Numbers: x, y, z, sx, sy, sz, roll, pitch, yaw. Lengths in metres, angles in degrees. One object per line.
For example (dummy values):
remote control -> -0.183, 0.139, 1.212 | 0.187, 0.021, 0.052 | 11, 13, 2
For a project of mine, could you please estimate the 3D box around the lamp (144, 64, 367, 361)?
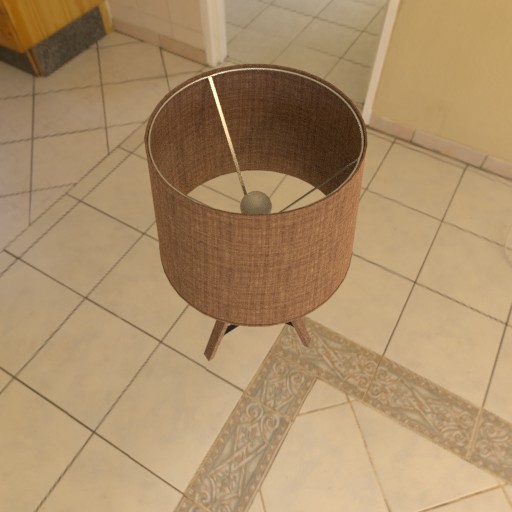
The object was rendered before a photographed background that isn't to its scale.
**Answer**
lamp -> 0.000, 0.000, 0.711 | 0.290, 0.514, 0.290 | 0, 57, 0
